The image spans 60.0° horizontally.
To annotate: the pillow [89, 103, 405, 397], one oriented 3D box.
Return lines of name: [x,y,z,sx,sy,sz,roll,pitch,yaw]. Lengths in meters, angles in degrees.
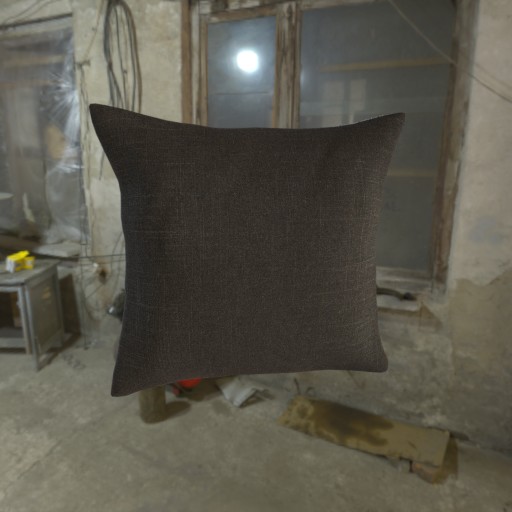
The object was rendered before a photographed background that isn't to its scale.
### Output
pillow: [0.000,0.000,0.691,0.468,0.444,0.138,-2,13,-9]
